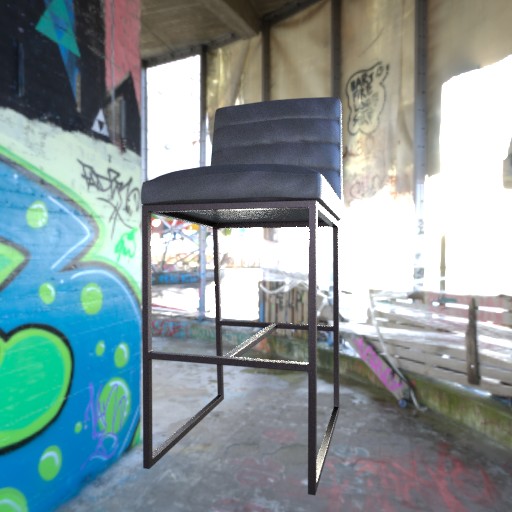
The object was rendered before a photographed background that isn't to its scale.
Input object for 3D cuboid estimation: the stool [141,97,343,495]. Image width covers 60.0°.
[{"bbox_3d":[0.000,0.000,1.306,0.463,1.065,0.562,0,1,16],"label":"stool"}]
